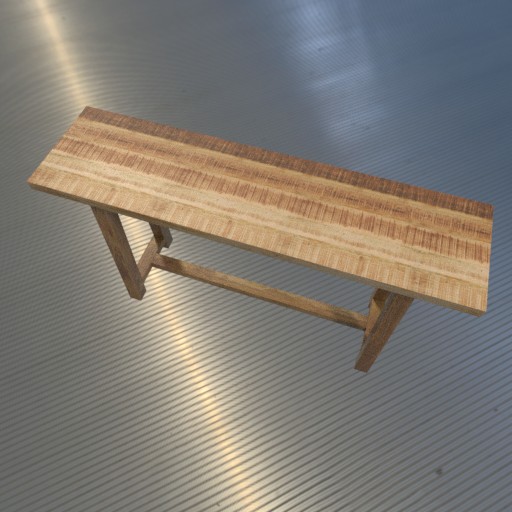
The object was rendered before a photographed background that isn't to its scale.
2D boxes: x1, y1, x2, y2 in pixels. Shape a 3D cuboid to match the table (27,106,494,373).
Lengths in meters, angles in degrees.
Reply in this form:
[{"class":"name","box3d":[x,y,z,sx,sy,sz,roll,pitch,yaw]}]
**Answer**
[{"class":"table","box3d":[0.000,0.000,1.838,1.524,0.810,0.405,16,60,10]}]
